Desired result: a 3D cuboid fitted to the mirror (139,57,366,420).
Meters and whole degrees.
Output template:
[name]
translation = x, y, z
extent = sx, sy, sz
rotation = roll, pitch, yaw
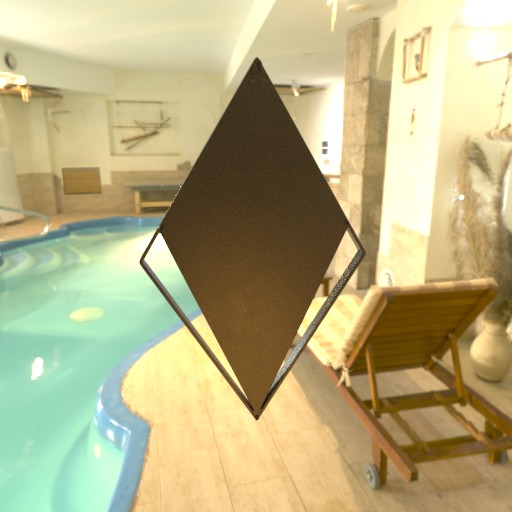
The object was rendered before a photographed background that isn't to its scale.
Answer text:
[mirror]
translation = 0.000, 0.000, 0.821
extent = 0.419, 0.679, 0.032
rotation = -2, 14, -9
